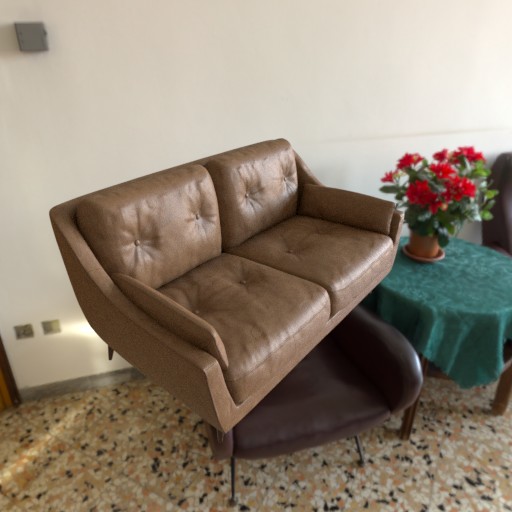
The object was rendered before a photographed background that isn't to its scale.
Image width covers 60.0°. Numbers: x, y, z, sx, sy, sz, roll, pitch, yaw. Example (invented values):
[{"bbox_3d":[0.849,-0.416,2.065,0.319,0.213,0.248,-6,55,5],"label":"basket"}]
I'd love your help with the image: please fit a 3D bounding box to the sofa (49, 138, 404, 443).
[{"bbox_3d":[0.000,0.000,2.300,0.981,0.886,1.731,19,33,33],"label":"sofa"}]
